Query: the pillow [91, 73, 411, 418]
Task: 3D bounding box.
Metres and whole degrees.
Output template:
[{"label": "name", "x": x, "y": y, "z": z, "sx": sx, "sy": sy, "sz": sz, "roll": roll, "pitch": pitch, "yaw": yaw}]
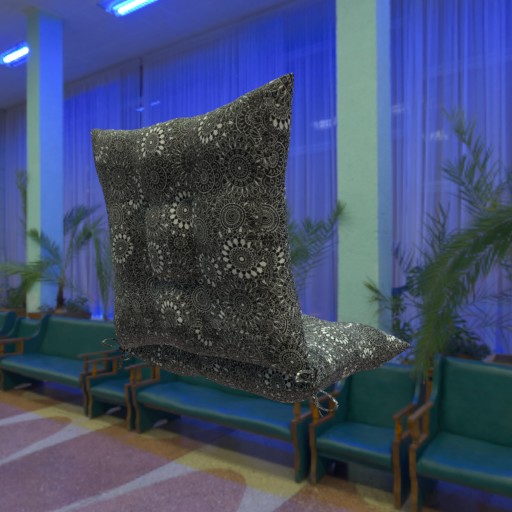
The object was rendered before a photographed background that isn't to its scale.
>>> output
[{"label": "pillow", "x": 0.000, "y": 0.000, "z": 0.985, "sx": 0.541, "sy": 0.536, "sz": 0.585, "roll": 0, "pitch": 0, "yaw": 37}]
